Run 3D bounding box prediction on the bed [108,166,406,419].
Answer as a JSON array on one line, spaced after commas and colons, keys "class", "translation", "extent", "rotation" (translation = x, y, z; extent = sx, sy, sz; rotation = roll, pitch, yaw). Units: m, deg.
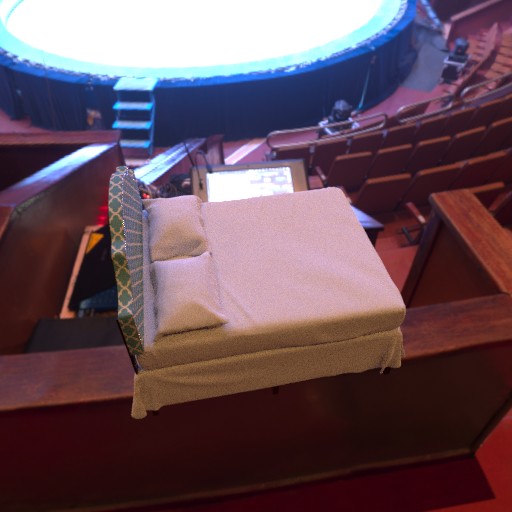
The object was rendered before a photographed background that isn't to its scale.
[{"class": "bed", "translation": [0.000, 0.000, 3.603], "extent": [2.222, 1.633, 1.780], "rotation": [-8, 45, -8]}]
